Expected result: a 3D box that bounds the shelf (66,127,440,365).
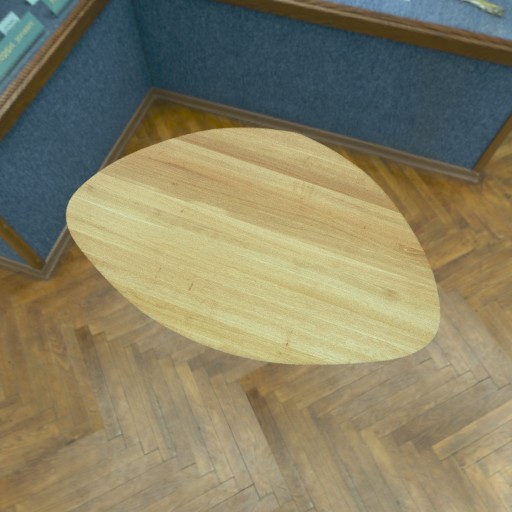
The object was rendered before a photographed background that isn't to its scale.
[{"bbox_3d":[0.000,0.000,1.646,1.246,0.440,0.845,19,65,9],"label":"shelf"}]
